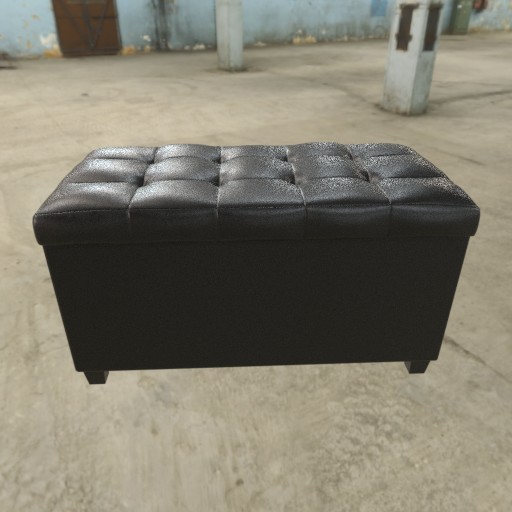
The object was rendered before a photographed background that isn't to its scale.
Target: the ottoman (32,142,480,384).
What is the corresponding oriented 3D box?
[{"bbox_3d":[0.000,0.000,1.085,0.838,0.470,0.432,-1,29,-2],"label":"ottoman"}]
